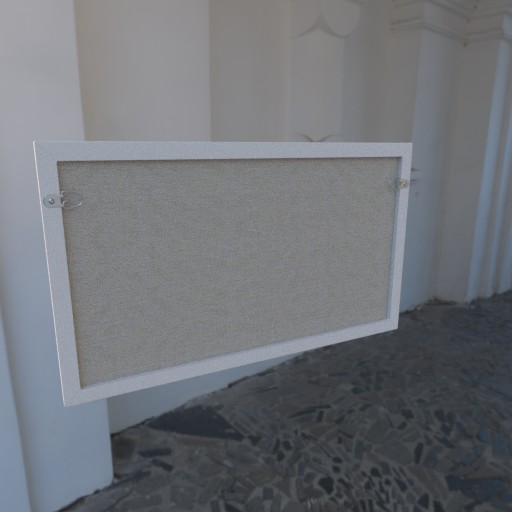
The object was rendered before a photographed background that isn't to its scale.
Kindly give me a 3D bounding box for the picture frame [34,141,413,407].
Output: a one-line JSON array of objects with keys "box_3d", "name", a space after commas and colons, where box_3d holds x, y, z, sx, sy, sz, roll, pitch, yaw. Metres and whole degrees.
[{"box_3d": [0.000, 0.000, 0.762, 0.647, 0.379, 0.044, -7, 15, -26], "name": "picture frame"}]
